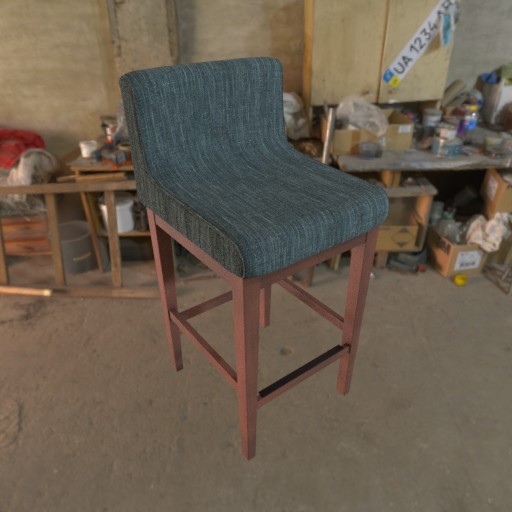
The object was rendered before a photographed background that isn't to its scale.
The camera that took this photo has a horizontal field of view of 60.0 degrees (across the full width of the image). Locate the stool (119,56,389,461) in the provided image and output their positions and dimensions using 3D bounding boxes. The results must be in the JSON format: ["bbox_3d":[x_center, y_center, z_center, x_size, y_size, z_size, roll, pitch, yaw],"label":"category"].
[{"bbox_3d":[0.000,0.000,1.082,0.395,0.835,0.459,-21,38,-31],"label":"stool"}]
